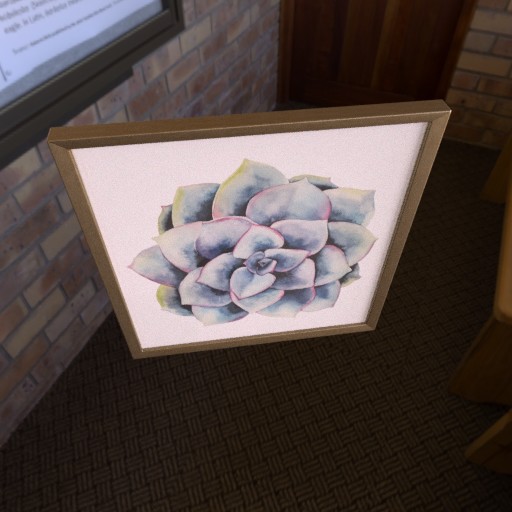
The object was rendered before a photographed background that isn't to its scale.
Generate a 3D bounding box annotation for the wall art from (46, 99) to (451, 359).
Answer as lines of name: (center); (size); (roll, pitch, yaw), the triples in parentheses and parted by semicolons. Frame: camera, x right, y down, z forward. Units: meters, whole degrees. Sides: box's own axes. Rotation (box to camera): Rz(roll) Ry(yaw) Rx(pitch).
wall art: (0.000, 0.000, 0.740); (0.503, 0.506, 0.030); (-6, 47, -5)
